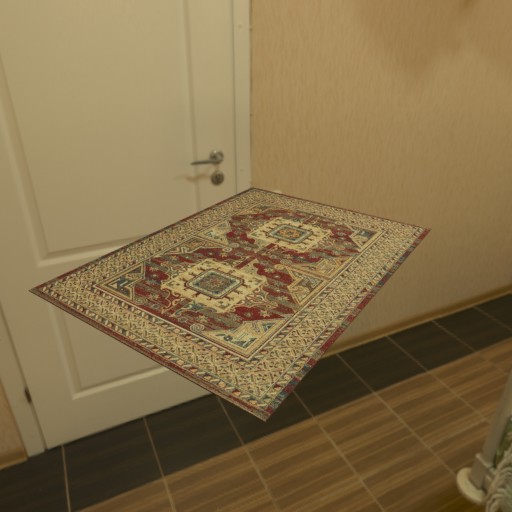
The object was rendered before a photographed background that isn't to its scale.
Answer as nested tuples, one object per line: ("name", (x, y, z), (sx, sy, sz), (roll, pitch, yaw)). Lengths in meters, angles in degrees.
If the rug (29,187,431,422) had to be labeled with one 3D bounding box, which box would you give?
("rug", (0.000, 0.000, 4.238), (2.381, 0.013, 3.197), (18, 33, 31))
